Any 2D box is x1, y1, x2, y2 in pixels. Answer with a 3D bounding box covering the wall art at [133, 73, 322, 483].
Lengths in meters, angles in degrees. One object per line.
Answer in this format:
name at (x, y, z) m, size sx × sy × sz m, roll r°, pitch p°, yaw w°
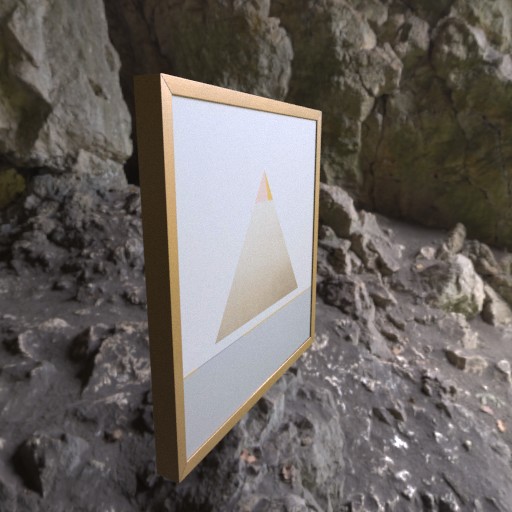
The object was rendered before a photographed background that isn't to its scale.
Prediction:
wall art at (0.000, 0.000, 0.760) m, size 0.038 × 0.511 × 0.513 m, roll 7°, pitch 15°, yaw 27°
